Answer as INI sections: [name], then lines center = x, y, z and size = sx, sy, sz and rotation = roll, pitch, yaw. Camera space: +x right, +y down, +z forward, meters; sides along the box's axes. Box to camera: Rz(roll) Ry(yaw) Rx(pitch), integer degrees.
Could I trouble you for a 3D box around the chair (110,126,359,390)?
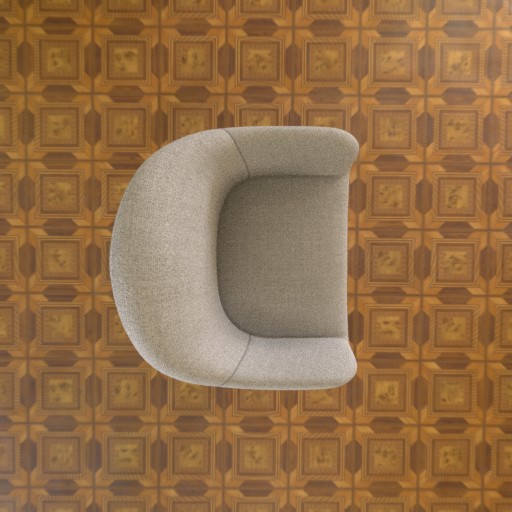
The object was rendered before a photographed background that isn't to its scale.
[chair]
center = 0.000, 0.000, 1.205
size = 0.550, 0.795, 0.590
rotation = 0, 92, 0
